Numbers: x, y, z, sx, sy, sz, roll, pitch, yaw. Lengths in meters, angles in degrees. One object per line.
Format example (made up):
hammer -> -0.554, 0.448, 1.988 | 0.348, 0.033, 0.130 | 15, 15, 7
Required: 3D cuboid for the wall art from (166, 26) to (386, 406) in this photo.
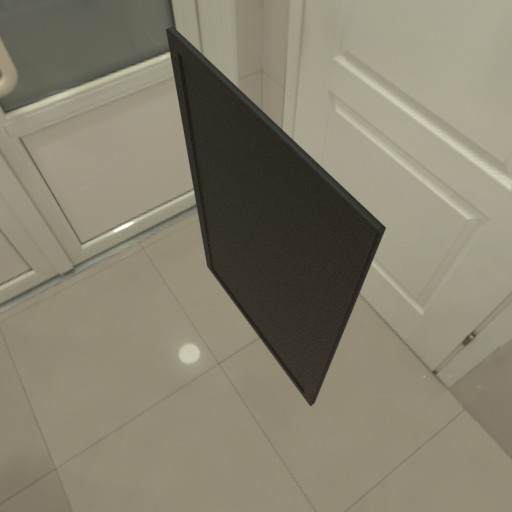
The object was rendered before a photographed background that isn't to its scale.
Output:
wall art -> 0.000, 0.000, 0.828 | 0.012, 0.661, 0.451 | -30, 62, -18
